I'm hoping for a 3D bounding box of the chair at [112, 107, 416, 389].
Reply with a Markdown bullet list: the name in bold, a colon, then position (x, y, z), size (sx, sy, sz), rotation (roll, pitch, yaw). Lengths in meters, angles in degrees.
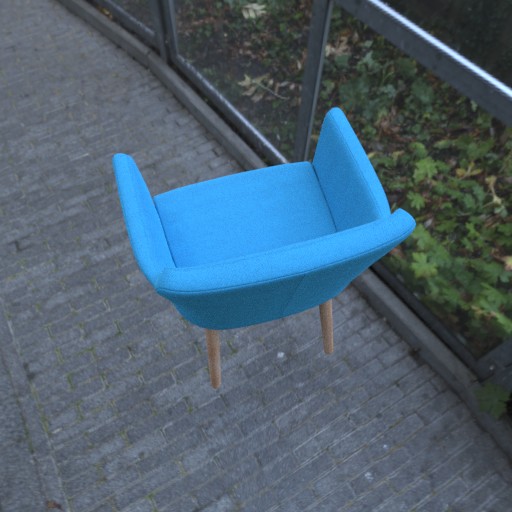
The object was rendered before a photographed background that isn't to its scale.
- **chair**: position (0.000, 0.000, 1.162), size (0.570, 0.780, 0.540), rotation (-14, 60, -8)
